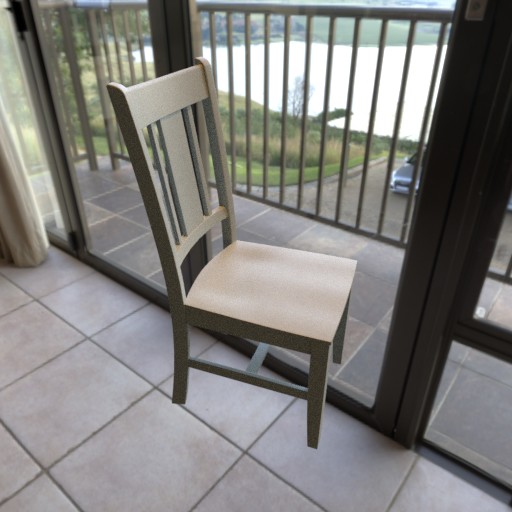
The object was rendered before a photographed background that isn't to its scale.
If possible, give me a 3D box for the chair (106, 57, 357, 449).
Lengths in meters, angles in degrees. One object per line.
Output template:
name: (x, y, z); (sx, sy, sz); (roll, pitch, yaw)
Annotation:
chair: (0.000, 0.000, 1.298); (0.555, 0.998, 0.450); (11, 33, 17)
